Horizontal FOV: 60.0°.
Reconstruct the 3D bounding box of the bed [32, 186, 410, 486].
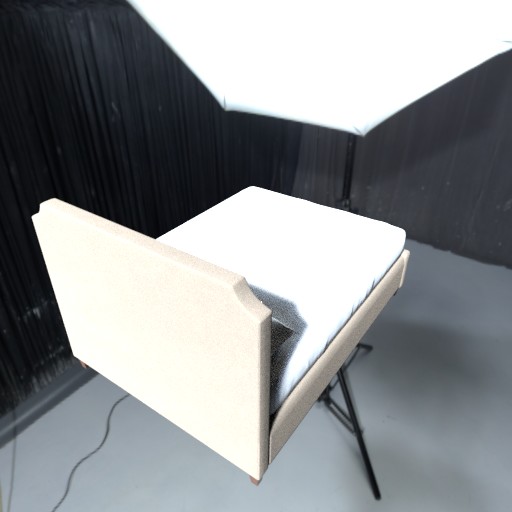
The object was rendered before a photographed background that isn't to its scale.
[{"bbox_3d":[0.000,0.000,3.381,1.703,1.415,2.329,21,38,29],"label":"bed"}]
